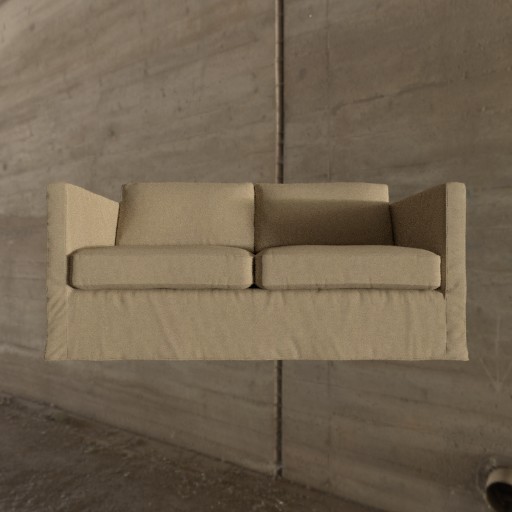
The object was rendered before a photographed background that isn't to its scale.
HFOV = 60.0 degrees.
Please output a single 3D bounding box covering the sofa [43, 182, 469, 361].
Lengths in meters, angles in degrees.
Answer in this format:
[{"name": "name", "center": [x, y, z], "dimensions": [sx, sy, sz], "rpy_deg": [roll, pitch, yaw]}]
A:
[{"name": "sofa", "center": [0.000, 0.000, 2.216], "dimensions": [1.719, 0.835, 0.962], "rpy_deg": [0, 0, 0]}]
